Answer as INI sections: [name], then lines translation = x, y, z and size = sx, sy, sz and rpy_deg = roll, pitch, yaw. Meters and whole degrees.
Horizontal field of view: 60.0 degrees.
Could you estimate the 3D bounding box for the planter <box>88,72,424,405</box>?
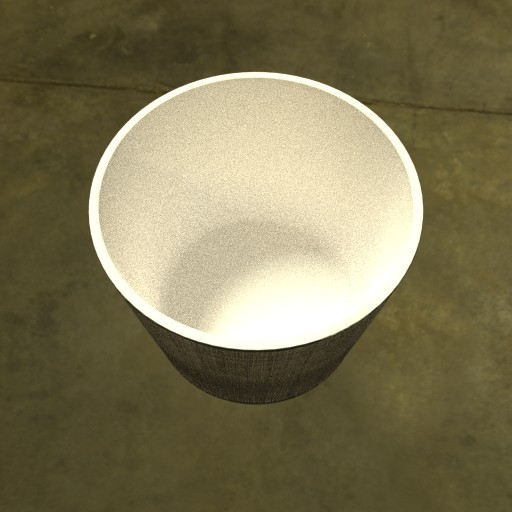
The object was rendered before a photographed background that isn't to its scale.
[planter]
translation = 0.000, 0.000, 0.385
size = 0.221, 0.201, 0.221
rpy_deg = 0, 63, 0
